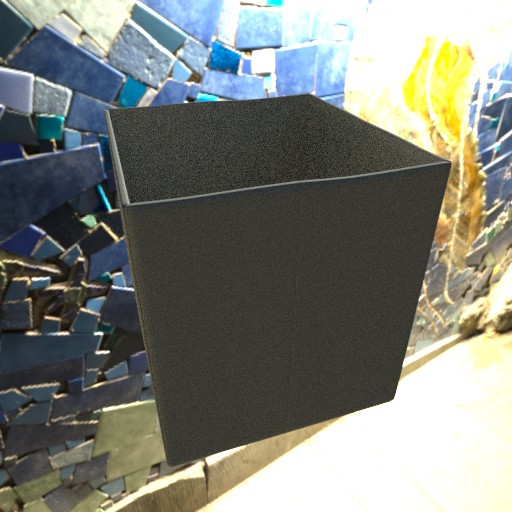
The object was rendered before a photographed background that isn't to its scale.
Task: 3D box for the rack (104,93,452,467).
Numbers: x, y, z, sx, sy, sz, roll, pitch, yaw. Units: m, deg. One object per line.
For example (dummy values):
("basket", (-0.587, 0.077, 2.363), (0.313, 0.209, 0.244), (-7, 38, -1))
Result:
("rack", (0.000, 0.000, 0.493), (0.270, 0.280, 0.270), (-10, 33, -16))
